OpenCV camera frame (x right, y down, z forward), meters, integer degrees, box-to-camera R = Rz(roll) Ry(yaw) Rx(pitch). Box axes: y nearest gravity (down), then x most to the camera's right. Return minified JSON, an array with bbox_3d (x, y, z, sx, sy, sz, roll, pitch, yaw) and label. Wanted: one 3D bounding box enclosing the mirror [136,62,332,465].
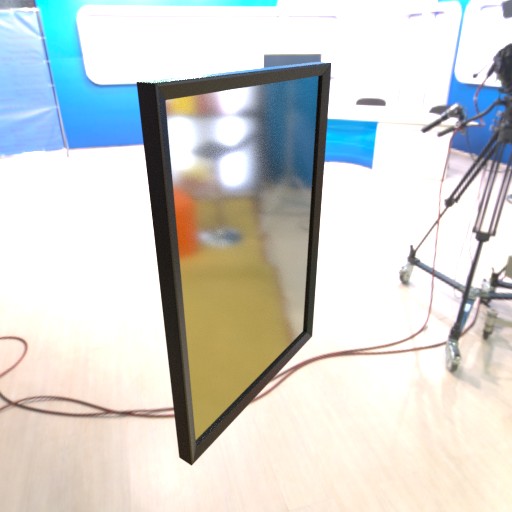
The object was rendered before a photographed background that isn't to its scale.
[{"bbox_3d":[0.000,0.000,0.914,0.039,0.710,0.507,17,32,30],"label":"mirror"}]
